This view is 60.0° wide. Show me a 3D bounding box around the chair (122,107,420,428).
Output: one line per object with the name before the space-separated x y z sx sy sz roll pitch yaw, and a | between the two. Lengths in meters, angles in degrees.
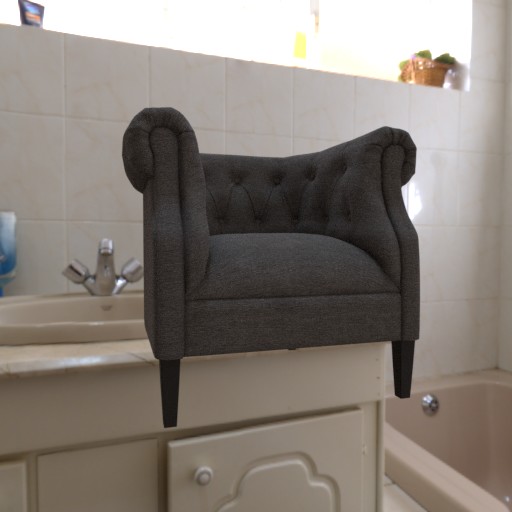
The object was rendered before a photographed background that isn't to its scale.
chair | 0.000 0.000 1.569 0.905 0.827 0.852 -1 2 -17
